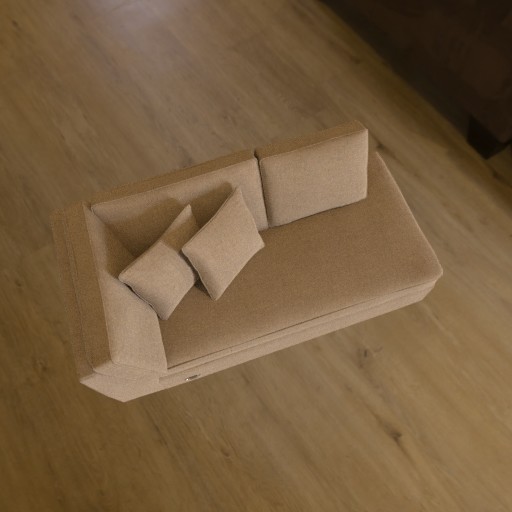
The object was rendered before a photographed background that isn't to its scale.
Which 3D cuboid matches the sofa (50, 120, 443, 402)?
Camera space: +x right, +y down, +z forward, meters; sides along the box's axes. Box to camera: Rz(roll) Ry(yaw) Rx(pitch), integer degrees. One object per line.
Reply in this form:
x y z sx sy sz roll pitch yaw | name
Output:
0.000 0.000 2.847 2.238 1.019 1.110 -17 66 -8 | sofa
